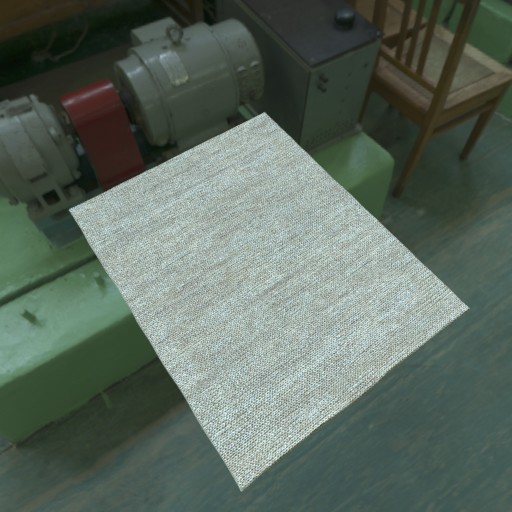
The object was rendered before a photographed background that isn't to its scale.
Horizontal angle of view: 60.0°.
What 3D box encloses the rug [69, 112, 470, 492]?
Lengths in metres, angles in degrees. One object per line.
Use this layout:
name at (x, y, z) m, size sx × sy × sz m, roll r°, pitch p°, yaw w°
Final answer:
rug at (0.000, 0.000, 4.133) m, size 2.429 × 0.030 × 3.052 m, roll -32°, pitch 64°, yaw -17°
